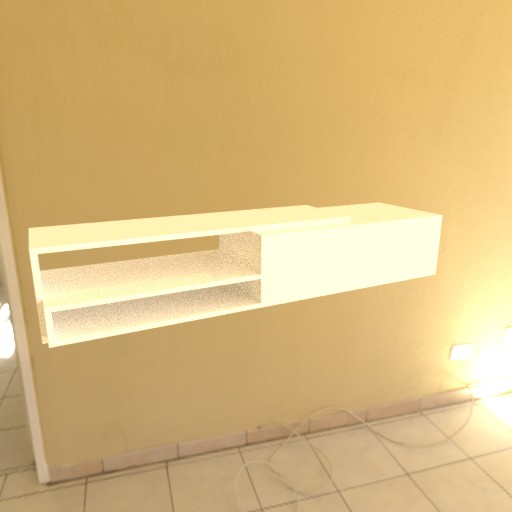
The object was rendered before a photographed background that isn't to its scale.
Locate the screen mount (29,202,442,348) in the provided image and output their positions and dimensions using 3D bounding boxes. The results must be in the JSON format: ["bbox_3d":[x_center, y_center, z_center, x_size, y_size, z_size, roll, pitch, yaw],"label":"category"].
[{"bbox_3d":[0.000,0.000,1.870,1.680,0.320,0.420,-8,17,-25],"label":"screen mount"}]
